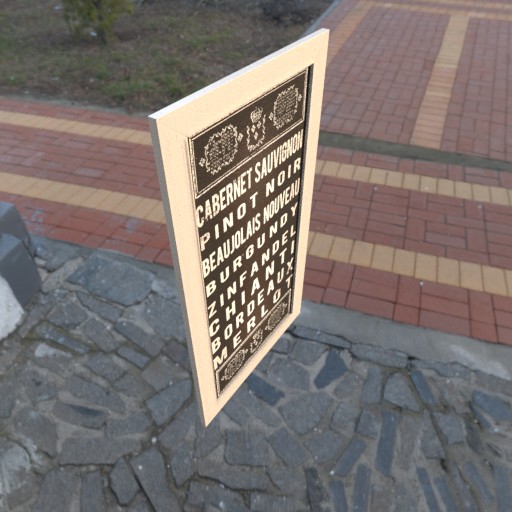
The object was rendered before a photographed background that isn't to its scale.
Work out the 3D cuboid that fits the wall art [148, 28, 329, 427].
[{"bbox_3d":[0.000,0.000,0.812,0.013,0.683,0.380,26,49,25],"label":"wall art"}]
